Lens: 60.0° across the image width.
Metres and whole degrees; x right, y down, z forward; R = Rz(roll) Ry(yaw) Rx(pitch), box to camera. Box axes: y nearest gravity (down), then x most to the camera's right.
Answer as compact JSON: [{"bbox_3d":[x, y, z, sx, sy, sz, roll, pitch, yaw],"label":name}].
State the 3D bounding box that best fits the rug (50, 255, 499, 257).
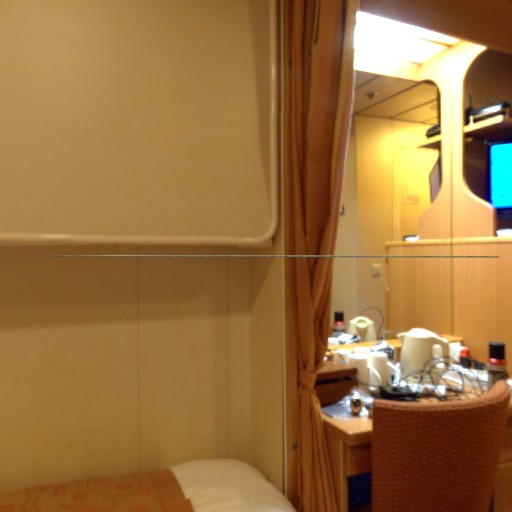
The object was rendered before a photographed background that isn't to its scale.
[{"bbox_3d":[0.000,0.000,2.624,2.443,0.008,0.688,0,0,19],"label":"rug"}]
